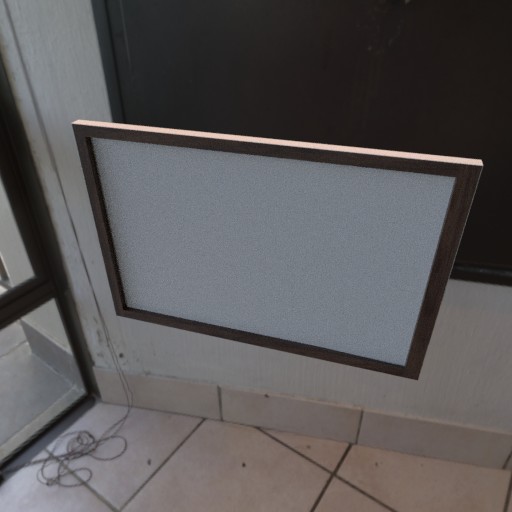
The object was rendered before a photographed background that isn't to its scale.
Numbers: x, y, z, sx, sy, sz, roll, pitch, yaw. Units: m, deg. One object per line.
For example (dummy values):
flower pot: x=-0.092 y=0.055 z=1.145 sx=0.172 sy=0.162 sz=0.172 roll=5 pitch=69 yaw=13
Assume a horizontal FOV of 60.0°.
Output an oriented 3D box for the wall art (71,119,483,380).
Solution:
wall art: x=0.000 y=0.000 z=1.888 sx=1.520 sy=1.016 sz=0.051 roll=9 pitch=35 yaw=14
